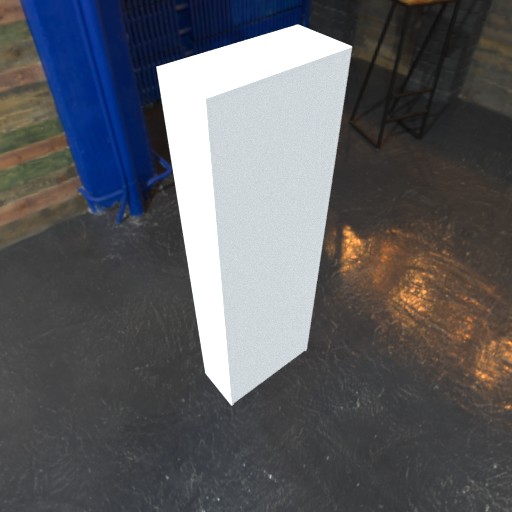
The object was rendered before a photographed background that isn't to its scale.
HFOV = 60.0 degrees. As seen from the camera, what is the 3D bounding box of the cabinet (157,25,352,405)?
[{"bbox_3d":[0.000,0.000,1.840,0.520,1.630,0.255,-30,53,-26],"label":"cabinet"}]
